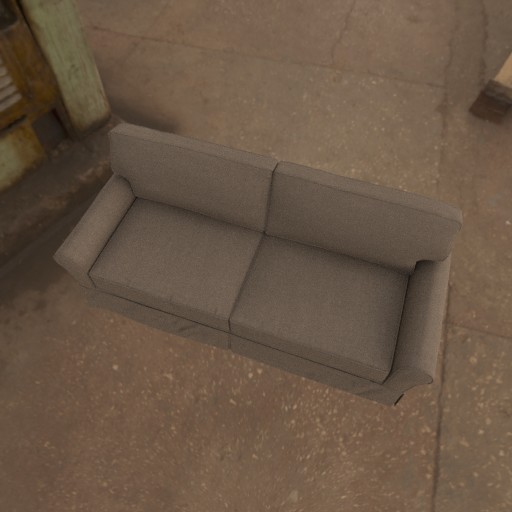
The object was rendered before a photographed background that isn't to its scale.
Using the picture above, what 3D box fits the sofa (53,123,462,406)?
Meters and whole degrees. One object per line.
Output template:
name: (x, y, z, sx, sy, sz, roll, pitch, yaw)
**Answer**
sofa: (0.000, 0.000, 2.725, 2.248, 0.943, 0.991, 16, 59, 10)
